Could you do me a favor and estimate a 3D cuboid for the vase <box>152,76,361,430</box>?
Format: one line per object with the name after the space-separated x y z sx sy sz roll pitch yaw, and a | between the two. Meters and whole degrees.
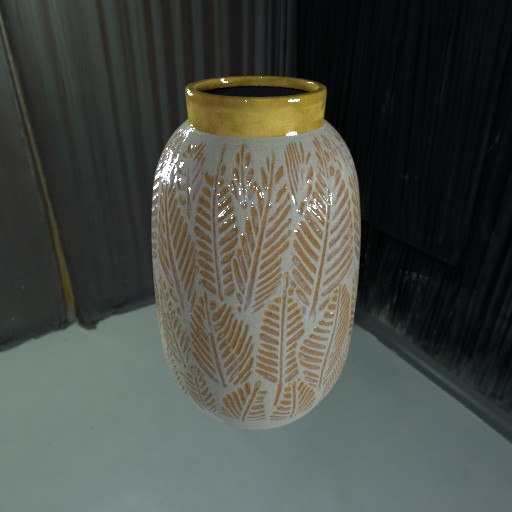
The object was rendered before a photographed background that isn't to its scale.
0.000 0.000 0.371 0.172 0.270 0.172 0 30 0 | vase
